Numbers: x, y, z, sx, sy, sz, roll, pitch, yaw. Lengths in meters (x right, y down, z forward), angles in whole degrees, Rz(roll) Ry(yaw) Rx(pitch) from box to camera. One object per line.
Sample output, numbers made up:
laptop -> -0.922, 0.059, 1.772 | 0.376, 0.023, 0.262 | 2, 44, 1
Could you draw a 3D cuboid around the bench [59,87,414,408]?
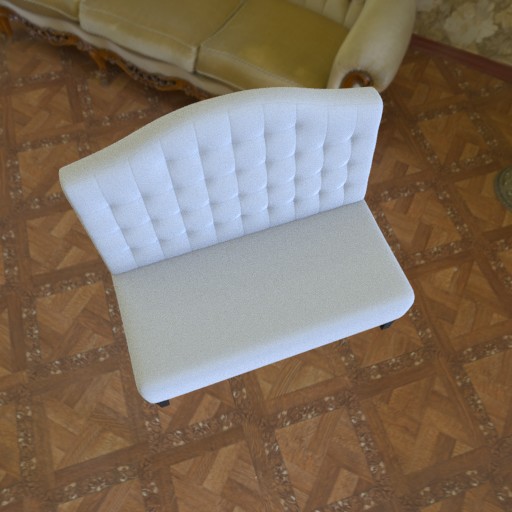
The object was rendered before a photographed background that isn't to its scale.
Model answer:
bench -> 0.000, 0.000, 2.007 | 1.335, 1.180, 0.815 | -17, 65, -8
